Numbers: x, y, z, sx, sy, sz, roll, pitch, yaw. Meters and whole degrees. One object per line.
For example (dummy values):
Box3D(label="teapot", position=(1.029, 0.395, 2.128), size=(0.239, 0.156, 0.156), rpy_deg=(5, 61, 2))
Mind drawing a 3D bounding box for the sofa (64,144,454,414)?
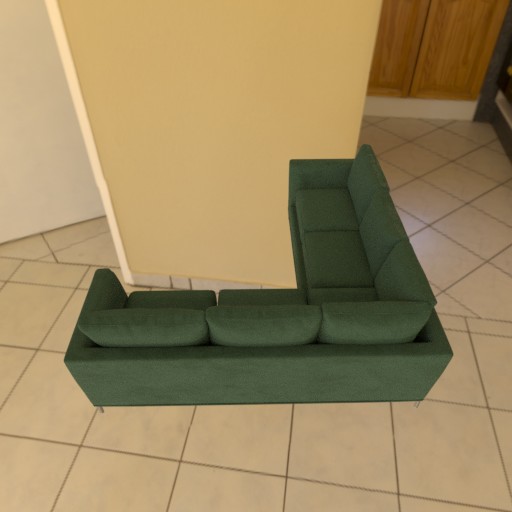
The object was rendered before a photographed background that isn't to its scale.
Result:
Box3D(label="sofa", position=(0.000, 0.000, 3.834), size=(2.452, 1.004, 2.468), rpy_deg=(-1, 42, -1))
